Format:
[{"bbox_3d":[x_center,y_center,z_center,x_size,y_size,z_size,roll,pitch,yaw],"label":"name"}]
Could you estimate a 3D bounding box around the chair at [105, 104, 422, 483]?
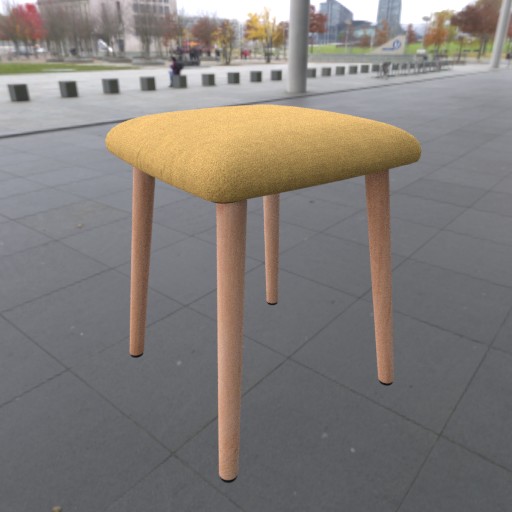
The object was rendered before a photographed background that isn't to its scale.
[{"bbox_3d":[0.000,0.000,0.706,0.350,0.440,0.350,-17,30,-32],"label":"chair"}]
